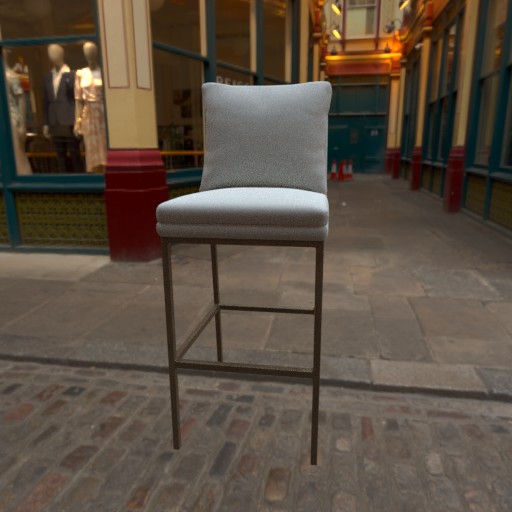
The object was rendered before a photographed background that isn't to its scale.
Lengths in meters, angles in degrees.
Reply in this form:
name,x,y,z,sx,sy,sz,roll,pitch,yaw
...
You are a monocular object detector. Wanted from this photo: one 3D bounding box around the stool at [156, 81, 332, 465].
name,x,y,z,sx,sy,sz,roll,pitch,yaw
stool,0.000,0.000,1.466,0.463,1.125,0.572,2,15,9
